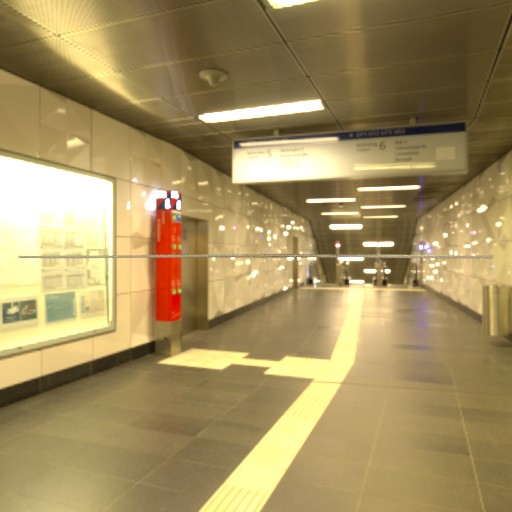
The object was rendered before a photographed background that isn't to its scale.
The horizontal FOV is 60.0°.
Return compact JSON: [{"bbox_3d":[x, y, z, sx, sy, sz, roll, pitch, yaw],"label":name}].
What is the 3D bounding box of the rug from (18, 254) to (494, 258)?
[{"bbox_3d":[0.000,0.000,2.933,2.305,0.029,1.593,0,0,1],"label":"rug"}]
